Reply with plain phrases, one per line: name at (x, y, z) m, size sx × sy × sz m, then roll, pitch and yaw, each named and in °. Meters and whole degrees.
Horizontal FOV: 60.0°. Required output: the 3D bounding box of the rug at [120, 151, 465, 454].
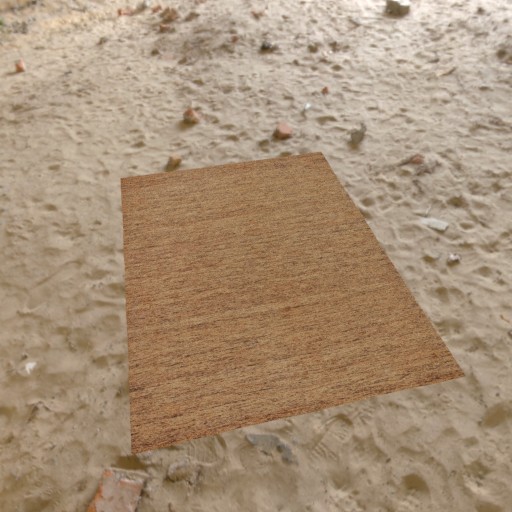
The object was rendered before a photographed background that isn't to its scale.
rug at (0.000, 0.000, 4.198) m, size 2.438 × 0.012 × 3.200 m, roll -10°, pitch 46°, yaw -10°
